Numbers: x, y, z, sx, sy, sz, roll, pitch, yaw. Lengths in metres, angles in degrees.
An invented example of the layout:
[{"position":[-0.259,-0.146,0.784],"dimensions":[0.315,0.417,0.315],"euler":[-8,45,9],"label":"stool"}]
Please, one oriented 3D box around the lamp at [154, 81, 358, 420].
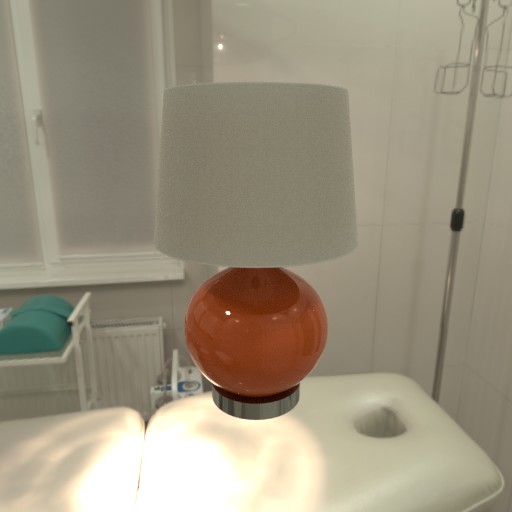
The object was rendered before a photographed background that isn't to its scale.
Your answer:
[{"position":[0.000,0.000,0.553],"dimensions":[0.247,0.387,0.247],"euler":[0,15,0],"label":"lamp"}]
